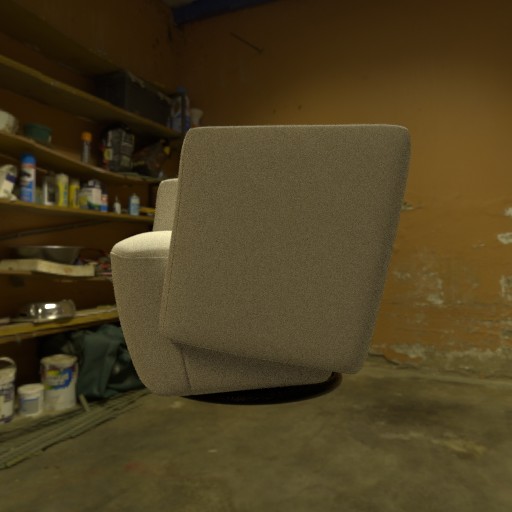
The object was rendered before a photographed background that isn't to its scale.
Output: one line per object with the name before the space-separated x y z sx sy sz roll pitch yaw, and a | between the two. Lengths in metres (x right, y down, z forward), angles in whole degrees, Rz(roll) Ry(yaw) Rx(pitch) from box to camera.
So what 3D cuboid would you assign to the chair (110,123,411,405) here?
chair | 0.000 0.000 1.579 0.986 0.861 0.822 0 -1 -17
